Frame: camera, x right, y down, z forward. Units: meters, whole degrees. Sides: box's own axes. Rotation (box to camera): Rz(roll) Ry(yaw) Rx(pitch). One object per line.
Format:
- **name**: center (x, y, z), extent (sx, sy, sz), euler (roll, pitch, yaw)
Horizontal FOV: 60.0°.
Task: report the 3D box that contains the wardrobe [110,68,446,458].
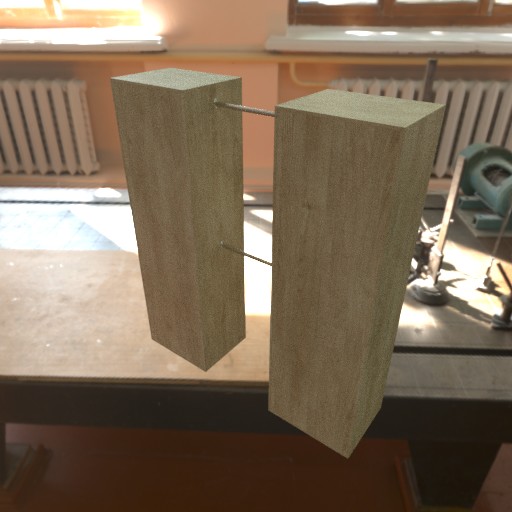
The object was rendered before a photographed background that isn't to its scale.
- **wardrobe**: center (0.000, 0.000, 2.797), extent (1.770, 2.000, 0.480), euler (21, 37, 31)
